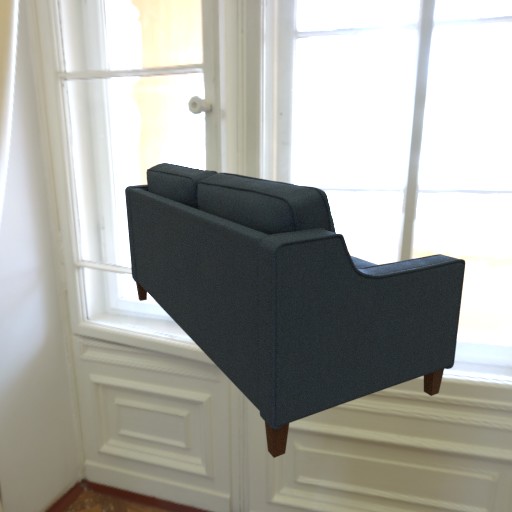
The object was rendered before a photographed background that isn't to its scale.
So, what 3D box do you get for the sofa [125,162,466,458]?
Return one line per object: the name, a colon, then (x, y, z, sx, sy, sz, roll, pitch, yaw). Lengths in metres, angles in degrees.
sofa: (0.000, 0.000, 2.759, 1.066, 1.071, 2.178, -8, 17, -28)
